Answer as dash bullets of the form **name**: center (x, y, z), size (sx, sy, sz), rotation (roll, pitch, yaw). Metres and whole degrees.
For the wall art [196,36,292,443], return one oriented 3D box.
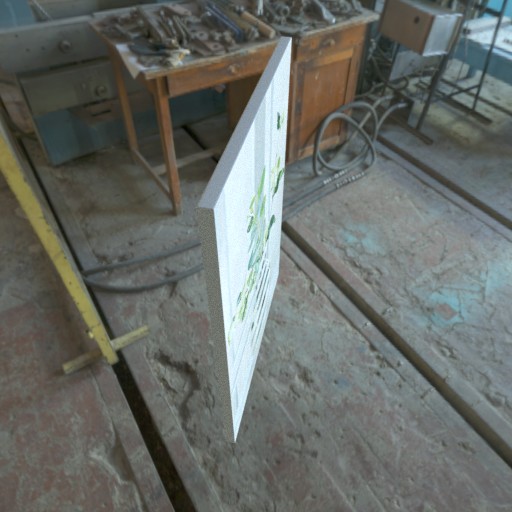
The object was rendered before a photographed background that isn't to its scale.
- **wall art**: center (0.000, 0.000, 1.629), size (0.038, 1.212, 0.914), rotation (9, 47, 9)
